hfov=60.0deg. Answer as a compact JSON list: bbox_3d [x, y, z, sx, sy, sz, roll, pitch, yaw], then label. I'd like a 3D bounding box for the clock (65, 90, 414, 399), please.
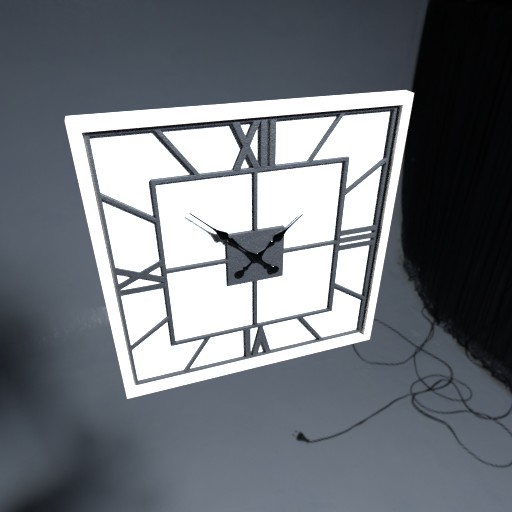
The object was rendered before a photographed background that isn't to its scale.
[{"bbox_3d":[0.000,0.000,1.056,0.705,0.705,0.032,-10,33,-15],"label":"clock"}]
